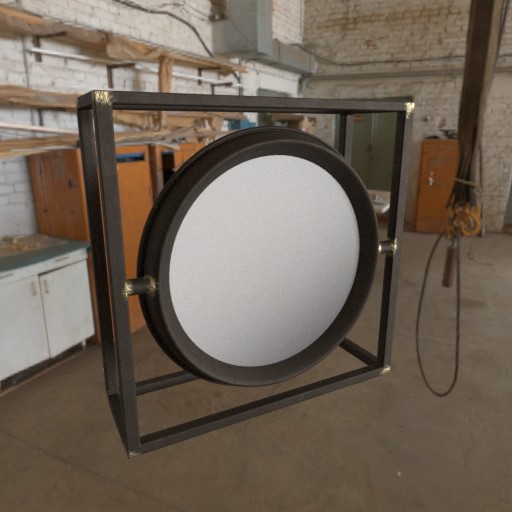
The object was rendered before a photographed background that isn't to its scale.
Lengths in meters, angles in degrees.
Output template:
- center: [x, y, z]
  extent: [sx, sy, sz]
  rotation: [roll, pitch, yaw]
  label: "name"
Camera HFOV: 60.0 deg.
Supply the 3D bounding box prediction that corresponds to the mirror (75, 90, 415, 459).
- center: [0.000, 0.000, 0.457]
  extent: [0.306, 0.303, 0.107]
  rotation: [-8, 18, -27]
  label: "mirror"
